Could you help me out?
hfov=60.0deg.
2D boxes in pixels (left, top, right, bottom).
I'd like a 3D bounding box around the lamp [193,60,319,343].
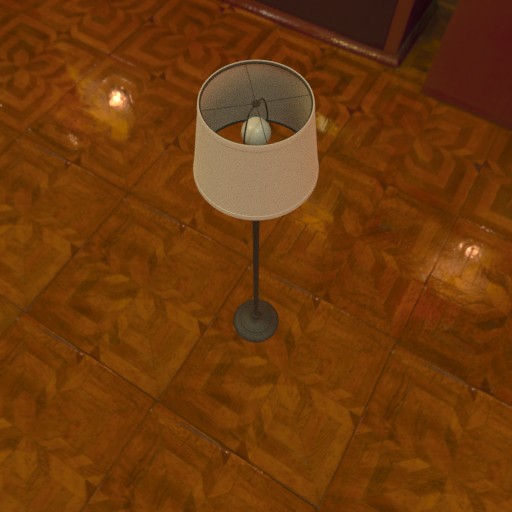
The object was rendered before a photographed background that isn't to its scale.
[{"bbox_3d":[0.000,0.000,1.630,0.327,1.506,0.327,31,68,14],"label":"lamp"}]
